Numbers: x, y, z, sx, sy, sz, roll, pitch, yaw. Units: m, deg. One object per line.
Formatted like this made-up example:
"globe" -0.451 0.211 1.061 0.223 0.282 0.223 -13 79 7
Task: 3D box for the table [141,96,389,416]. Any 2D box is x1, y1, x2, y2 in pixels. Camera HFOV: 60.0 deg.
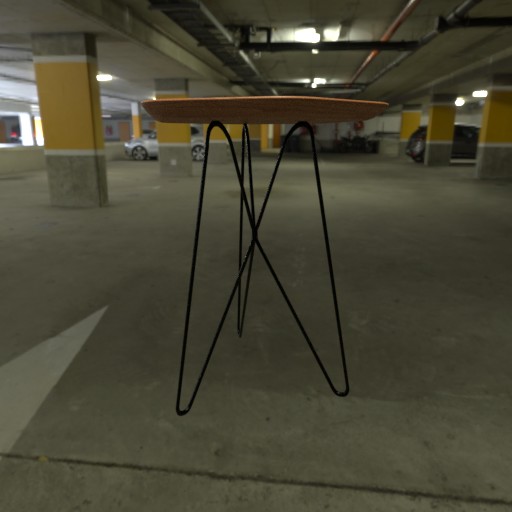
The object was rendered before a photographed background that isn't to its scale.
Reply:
"table" 0.000 0.000 0.883 0.400 0.562 0.500 -3 15 -11
